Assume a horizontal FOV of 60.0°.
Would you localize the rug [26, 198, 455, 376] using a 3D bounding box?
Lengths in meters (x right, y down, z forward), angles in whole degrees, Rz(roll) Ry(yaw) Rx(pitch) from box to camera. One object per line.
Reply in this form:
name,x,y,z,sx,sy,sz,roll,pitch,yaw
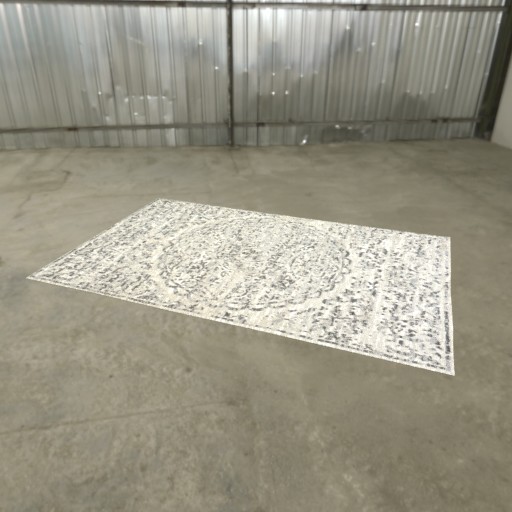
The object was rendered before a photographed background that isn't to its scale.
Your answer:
rug,0.000,0.000,2.975,2.447,0.021,1.527,10,29,18
